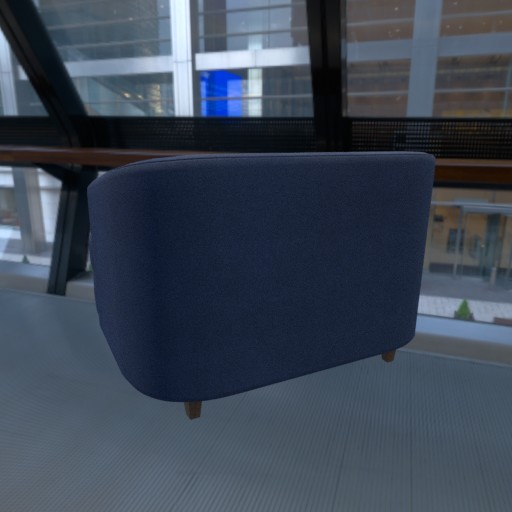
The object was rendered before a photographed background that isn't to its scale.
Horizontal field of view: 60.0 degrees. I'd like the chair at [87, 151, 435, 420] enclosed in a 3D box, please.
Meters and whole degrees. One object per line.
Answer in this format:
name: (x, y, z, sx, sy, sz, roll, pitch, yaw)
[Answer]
chair: (0.000, 0.000, 1.696, 1.118, 0.787, 0.914, -7, 16, -26)
